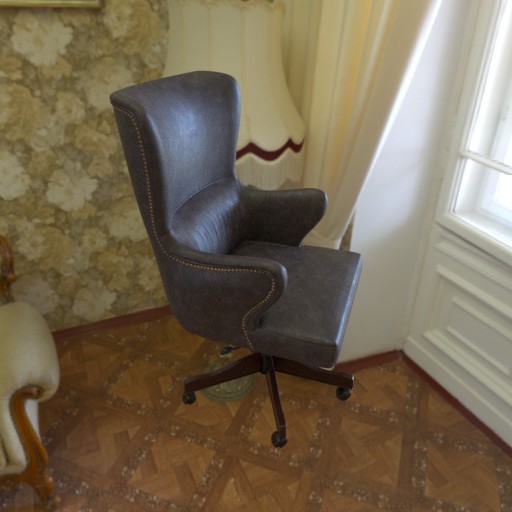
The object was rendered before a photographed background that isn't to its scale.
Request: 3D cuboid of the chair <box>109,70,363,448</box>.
[{"bbox_3d":[0.000,0.000,1.426,0.717,1.037,0.594,10,31,17],"label":"chair"}]
